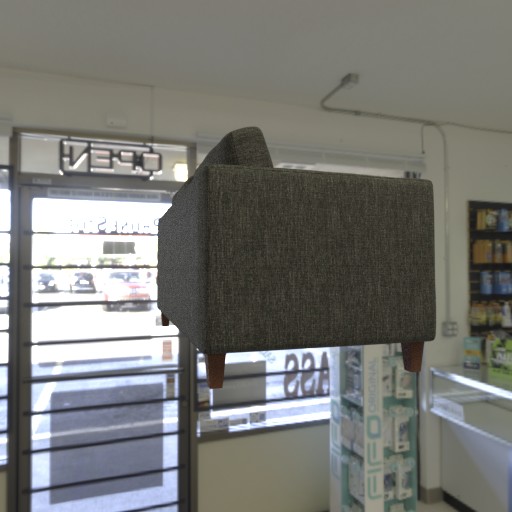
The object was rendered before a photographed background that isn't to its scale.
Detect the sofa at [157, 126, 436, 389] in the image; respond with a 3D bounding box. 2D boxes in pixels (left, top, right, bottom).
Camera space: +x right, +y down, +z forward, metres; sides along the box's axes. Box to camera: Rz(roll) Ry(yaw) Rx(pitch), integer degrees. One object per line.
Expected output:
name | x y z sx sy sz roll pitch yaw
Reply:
sofa | 0.000 0.000 2.477 0.950 0.963 1.884 0 -2 -17
